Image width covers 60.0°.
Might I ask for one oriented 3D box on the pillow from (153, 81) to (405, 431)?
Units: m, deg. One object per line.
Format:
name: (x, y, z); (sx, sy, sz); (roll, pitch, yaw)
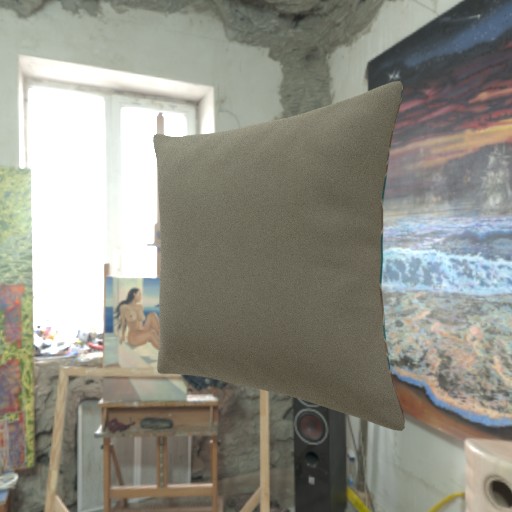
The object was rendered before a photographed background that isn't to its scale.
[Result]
pillow: (0.000, 0.000, 0.790); (0.526, 0.507, 0.166); (1, 1, 36)
